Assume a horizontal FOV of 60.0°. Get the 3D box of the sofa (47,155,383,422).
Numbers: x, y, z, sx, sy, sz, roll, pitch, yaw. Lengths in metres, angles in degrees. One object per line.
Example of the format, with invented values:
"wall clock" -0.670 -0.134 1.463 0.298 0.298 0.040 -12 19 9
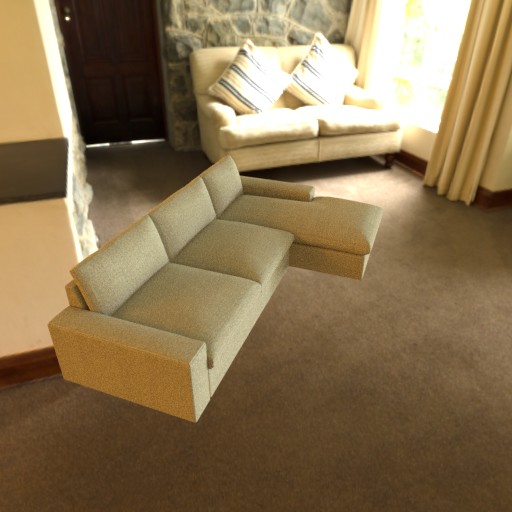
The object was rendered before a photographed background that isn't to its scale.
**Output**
"sofa" 0.000 0.000 3.566 1.689 0.813 2.718 11 33 18
